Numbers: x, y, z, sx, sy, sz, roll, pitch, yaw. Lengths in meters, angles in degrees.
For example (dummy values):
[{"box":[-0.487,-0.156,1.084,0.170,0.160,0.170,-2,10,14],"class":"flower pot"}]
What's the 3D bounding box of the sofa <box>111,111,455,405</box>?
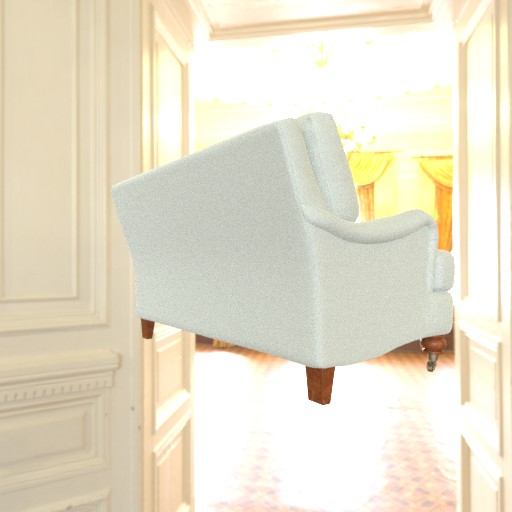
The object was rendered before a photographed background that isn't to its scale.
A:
[{"box":[0.000,0.000,2.507,1.084,1.101,1.853,0,0,-36],"class":"sofa"}]
